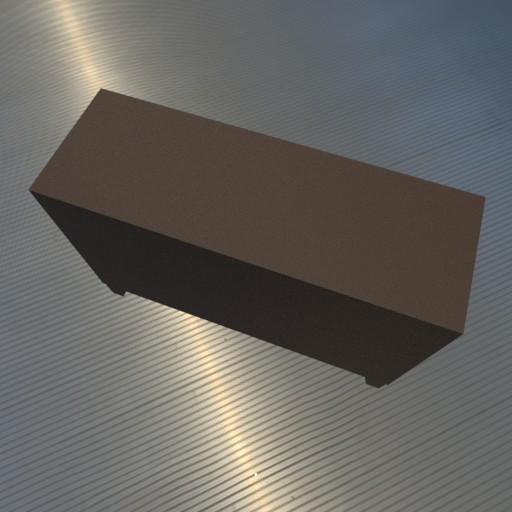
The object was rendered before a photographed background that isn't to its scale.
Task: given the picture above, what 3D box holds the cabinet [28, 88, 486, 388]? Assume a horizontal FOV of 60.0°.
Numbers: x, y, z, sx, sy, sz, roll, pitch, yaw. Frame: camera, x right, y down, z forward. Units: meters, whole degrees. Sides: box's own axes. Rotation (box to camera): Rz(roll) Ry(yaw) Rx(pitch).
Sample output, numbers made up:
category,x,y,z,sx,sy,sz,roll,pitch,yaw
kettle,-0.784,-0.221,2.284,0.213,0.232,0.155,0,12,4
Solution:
category,x,y,z,sx,sy,sz,roll,pitch,yaw
cabinet,0.000,0.000,1.840,1.396,0.914,0.482,18,65,9
